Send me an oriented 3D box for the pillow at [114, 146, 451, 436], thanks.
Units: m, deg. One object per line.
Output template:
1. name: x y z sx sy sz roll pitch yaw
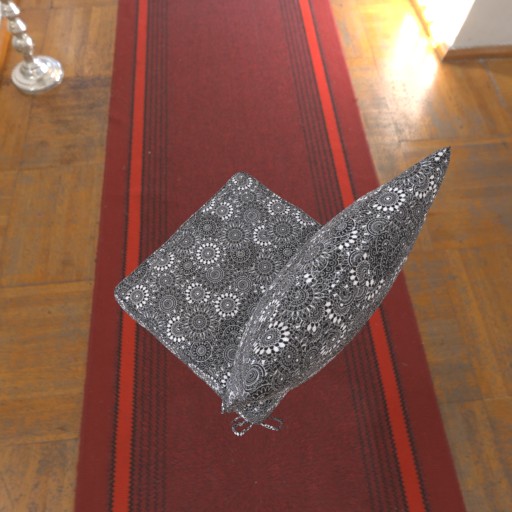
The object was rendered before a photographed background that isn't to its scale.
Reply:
1. pillow: 0.000 0.000 1.319 0.740 0.722 0.798 36 69 17
